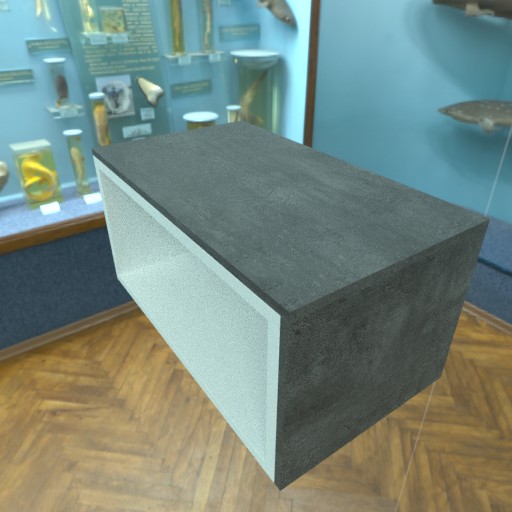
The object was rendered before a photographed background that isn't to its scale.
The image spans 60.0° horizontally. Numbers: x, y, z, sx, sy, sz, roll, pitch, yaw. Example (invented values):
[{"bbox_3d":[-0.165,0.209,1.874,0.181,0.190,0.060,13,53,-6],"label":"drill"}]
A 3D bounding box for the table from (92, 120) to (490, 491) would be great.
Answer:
[{"bbox_3d":[0.000,0.000,0.927,0.400,0.350,0.700,-20,37,-29],"label":"table"}]
